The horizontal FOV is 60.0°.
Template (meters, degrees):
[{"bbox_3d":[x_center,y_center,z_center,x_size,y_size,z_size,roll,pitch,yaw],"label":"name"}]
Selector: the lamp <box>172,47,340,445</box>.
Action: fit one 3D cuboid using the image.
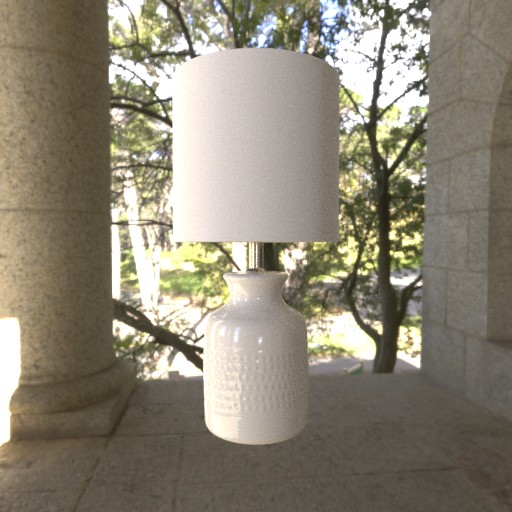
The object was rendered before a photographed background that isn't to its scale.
[{"bbox_3d":[0.000,0.000,0.511,0.188,0.392,0.188,-1,2,-36],"label":"lamp"}]
